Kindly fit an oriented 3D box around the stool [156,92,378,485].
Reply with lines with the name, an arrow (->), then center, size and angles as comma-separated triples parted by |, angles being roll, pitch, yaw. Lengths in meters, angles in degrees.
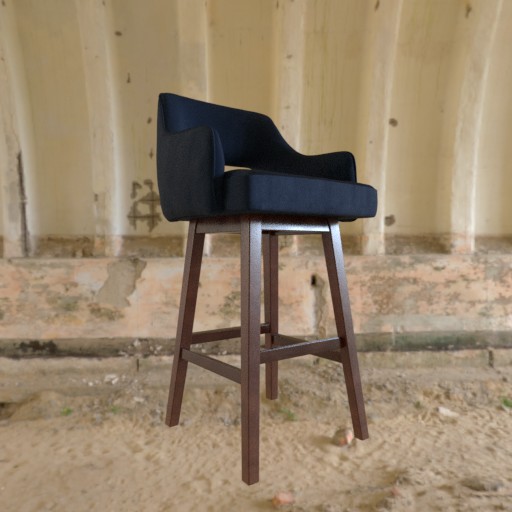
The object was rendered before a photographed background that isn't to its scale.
stool -> 0.000, 0.000, 1.330 | 0.550, 1.041, 0.560 | -1, 2, -37
